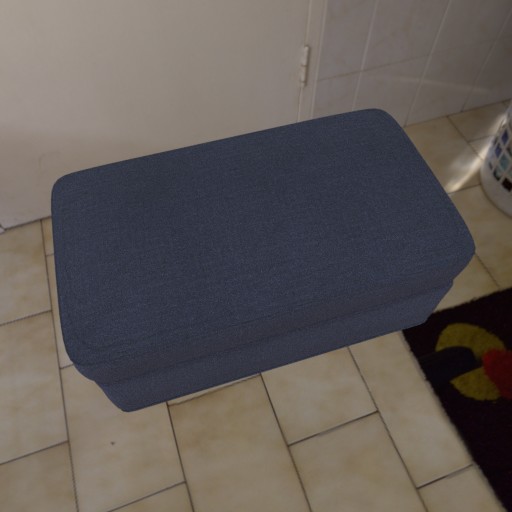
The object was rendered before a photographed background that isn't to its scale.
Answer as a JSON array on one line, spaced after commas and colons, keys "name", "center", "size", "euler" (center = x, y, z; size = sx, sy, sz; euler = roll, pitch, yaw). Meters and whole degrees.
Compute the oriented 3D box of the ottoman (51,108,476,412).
[{"name": "ottoman", "center": [0.000, 0.000, 1.161], "size": [0.895, 0.453, 0.505], "euler": [-15, 60, -9]}]
